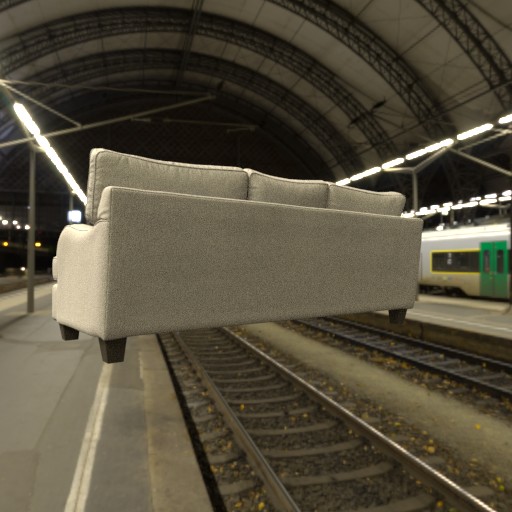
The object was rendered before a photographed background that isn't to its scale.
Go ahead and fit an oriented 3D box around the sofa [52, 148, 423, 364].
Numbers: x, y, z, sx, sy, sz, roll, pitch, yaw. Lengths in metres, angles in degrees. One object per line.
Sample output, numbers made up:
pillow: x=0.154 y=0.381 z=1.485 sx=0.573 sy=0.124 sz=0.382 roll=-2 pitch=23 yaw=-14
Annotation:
sofa: x=0.000 y=0.000 z=2.923 sx=2.323 sy=0.991 sz=1.016 roll=1 pitch=-1 yaw=-37
